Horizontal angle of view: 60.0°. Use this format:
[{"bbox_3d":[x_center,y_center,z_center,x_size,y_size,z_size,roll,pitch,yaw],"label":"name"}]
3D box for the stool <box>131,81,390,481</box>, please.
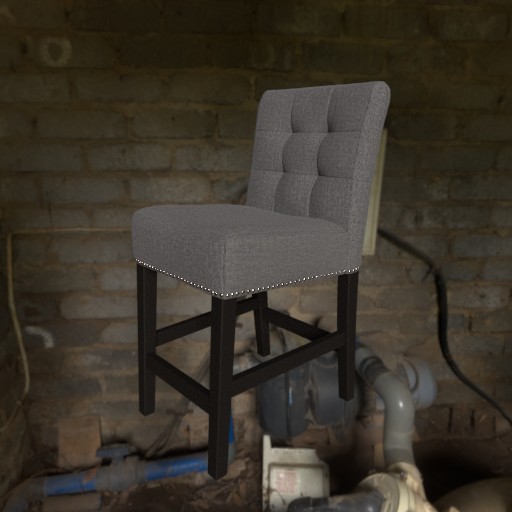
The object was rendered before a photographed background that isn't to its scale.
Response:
[{"bbox_3d":[0.000,0.000,1.192,0.571,0.885,0.427,-15,22,-41],"label":"stool"}]
